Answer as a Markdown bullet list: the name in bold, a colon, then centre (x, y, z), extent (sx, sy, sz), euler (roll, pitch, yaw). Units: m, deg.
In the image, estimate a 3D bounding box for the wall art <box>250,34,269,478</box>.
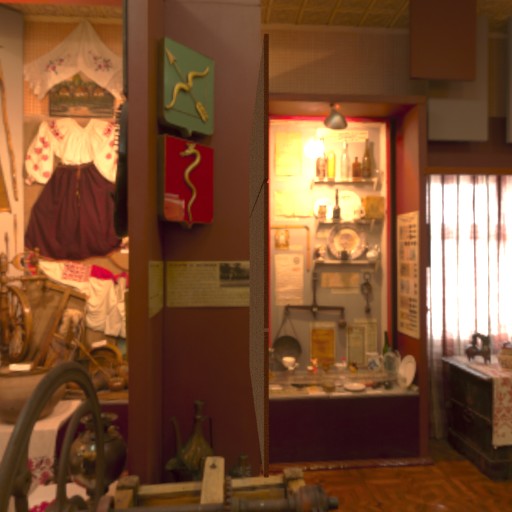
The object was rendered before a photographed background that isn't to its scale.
- **wall art**: centre (0.000, 0.000, 1.821), extent (0.013, 1.216, 1.216), euler (0, 0, -3)
